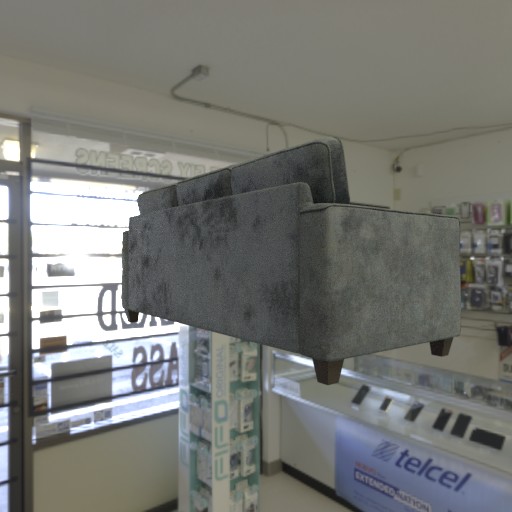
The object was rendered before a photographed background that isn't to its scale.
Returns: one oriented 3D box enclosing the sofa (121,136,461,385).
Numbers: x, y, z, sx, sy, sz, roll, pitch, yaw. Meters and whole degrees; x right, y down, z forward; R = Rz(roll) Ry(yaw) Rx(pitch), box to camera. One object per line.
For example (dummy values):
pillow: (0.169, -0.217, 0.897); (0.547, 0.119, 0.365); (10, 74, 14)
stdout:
sofa: (0.000, 0.000, 2.703); (0.939, 0.965, 2.133); (0, 0, -37)
